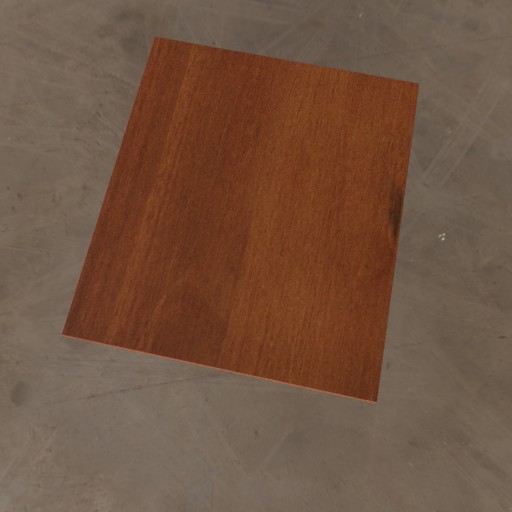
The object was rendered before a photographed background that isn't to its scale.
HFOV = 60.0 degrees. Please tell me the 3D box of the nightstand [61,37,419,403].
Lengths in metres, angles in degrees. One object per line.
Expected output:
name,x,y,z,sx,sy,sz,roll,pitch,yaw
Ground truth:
nightstand,0.000,0.000,0.907,0.411,0.618,0.460,11,76,3
